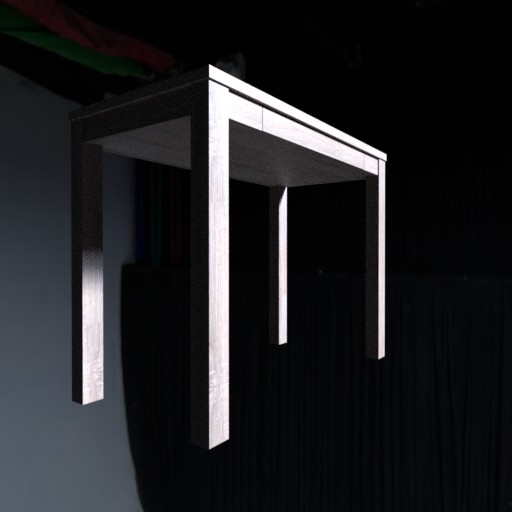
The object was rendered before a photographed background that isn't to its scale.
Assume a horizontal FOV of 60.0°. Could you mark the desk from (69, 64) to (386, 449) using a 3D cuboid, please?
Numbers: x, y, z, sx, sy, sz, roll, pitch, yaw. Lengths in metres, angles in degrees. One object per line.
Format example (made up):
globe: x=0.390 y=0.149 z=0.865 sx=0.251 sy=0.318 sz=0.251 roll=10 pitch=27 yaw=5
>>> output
desk: x=0.000 y=0.000 z=1.420 sx=0.495 sy=0.762 sz=0.991 roll=0 pitch=1 yaw=36
